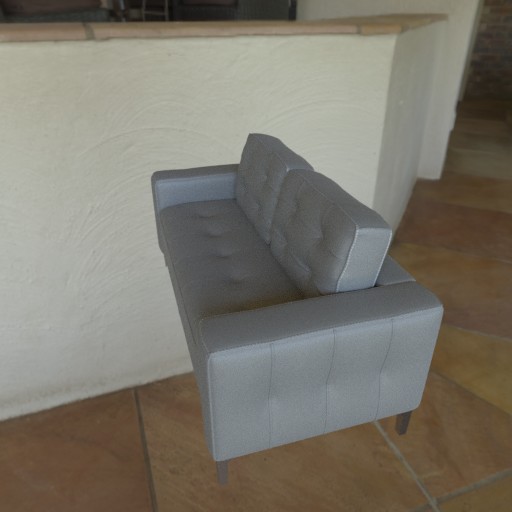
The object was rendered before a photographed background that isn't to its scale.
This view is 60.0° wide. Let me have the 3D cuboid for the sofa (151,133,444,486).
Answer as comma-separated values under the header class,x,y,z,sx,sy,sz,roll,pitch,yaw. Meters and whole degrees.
class,x,y,z,sx,sy,sz,roll,pitch,yaw
sofa,0.000,0.000,2.163,0.833,0.893,1.726,-8,31,-15
